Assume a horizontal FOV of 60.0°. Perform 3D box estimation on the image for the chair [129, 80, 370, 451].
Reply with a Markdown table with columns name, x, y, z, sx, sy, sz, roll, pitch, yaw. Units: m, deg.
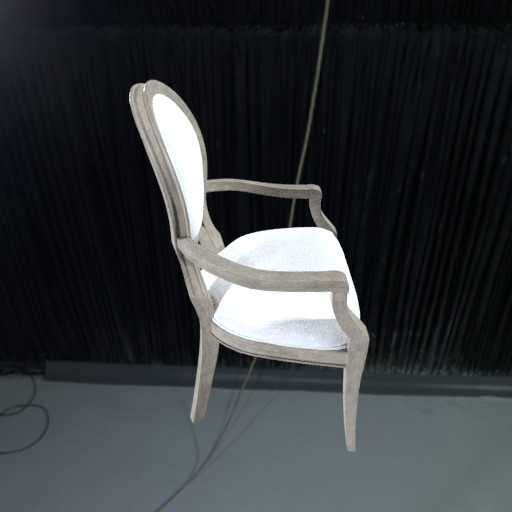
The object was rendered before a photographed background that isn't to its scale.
| name | x | y | z | sx | sy | sz | roll | pitch | yaw |
| --- | --- | --- | --- | --- | --- | --- | --- | --- | --- |
| chair | 0.000 | 0.000 | 1.334 | 0.602 | 0.991 | 0.611 | 0 | 31 | 1 |
